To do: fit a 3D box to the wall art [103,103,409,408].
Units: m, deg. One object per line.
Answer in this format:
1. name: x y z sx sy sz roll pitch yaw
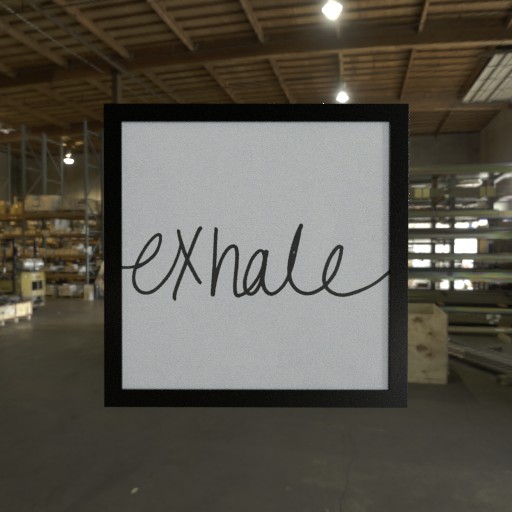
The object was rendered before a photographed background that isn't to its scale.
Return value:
1. wall art: 0.000 0.000 0.655 0.446 0.445 0.014 0 1 0
